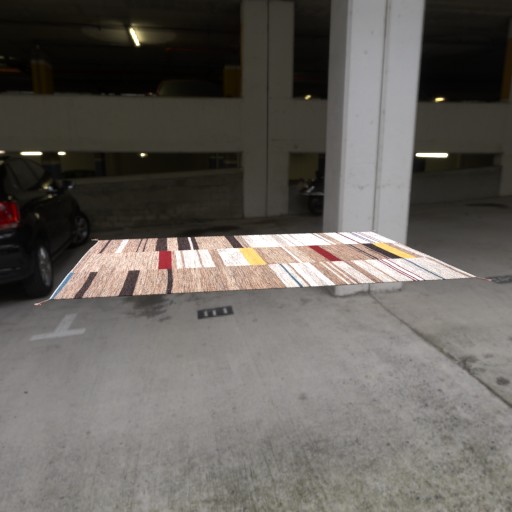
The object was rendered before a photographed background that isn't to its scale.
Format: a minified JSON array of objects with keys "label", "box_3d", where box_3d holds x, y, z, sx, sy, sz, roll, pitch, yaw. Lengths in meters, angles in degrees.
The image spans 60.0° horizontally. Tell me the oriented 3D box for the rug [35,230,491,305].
[{"label":"rug","box_3d":[0.000,0.000,2.382,1.918,0.007,1.268,-2,14,-9]}]
